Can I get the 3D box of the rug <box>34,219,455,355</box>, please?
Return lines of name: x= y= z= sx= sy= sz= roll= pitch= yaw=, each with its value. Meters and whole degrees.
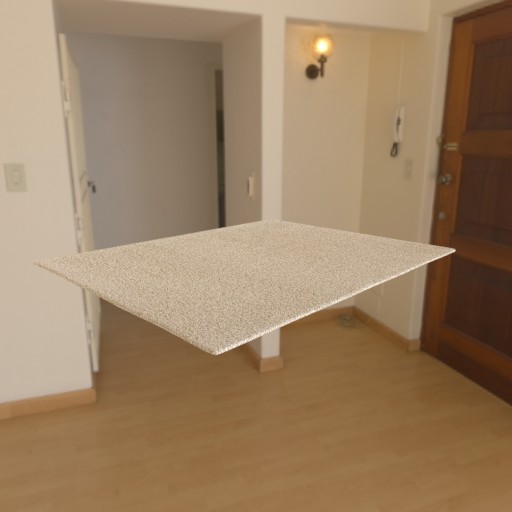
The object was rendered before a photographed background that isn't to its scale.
rug: x=0.000 y=0.000 z=4.061 sx=2.438 sy=0.029 sz=3.047 roll=14 pitch=20 yaw=43
